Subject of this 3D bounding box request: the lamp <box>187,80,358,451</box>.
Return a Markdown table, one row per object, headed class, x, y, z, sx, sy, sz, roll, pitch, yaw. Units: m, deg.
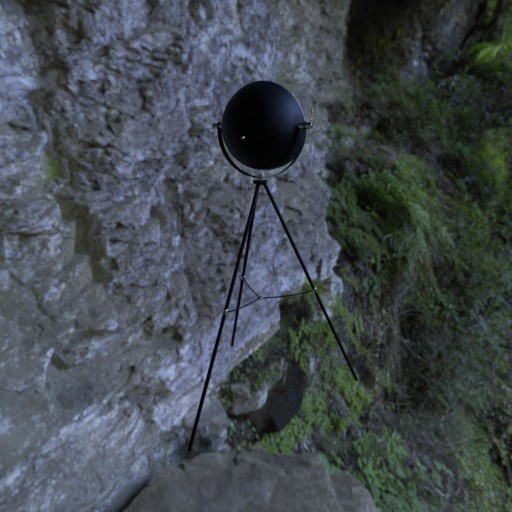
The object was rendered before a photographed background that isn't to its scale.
| class | x | y | z | sx | sy | sz | roll | pitch | yaw |
| --- | --- | --- | --- | --- | --- | --- | --- | --- | --- |
| lamp | 0.000 | 0.000 | 2.023 | 0.817 | 1.512 | 0.920 | 8 | 18 | 26 |
